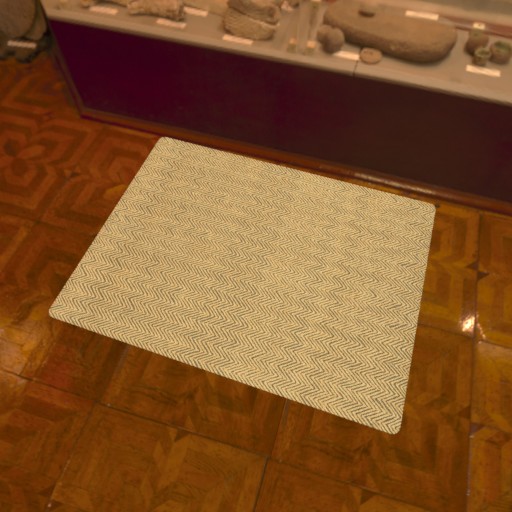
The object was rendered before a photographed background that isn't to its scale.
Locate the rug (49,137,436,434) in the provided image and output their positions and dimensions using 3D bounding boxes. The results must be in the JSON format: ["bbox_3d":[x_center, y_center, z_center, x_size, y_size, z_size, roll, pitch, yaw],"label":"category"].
[{"bbox_3d":[0.000,0.000,4.367,3.207,0.014,2.439,16,59,10],"label":"rug"}]
